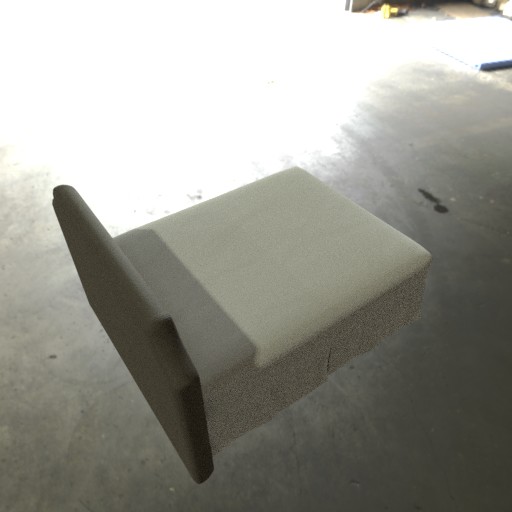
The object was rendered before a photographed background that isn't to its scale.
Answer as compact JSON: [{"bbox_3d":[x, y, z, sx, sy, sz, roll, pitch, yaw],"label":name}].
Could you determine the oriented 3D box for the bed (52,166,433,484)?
[{"bbox_3d":[0.000,0.000,3.252,2.181,1.297,1.831,-26,48,-26],"label":"bed"}]
